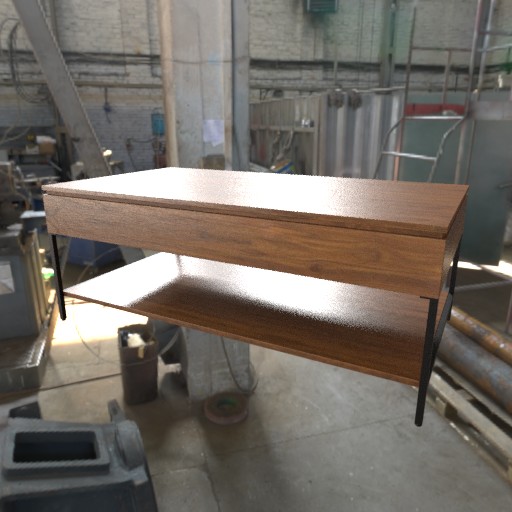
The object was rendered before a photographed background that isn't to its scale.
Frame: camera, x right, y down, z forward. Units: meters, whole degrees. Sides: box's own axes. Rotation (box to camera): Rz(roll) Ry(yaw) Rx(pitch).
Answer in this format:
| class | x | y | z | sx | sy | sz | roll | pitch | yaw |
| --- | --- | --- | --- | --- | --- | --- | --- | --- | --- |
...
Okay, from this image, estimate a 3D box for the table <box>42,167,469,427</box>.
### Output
| class | x | y | z | sx | sy | sz | roll | pitch | yaw |
| --- | --- | --- | --- | --- | --- | --- | --- | --- | --- |
| table | 0.000 | 0.000 | 1.306 | 1.057 | 0.414 | 0.574 | 9 | 19 | 27 |
